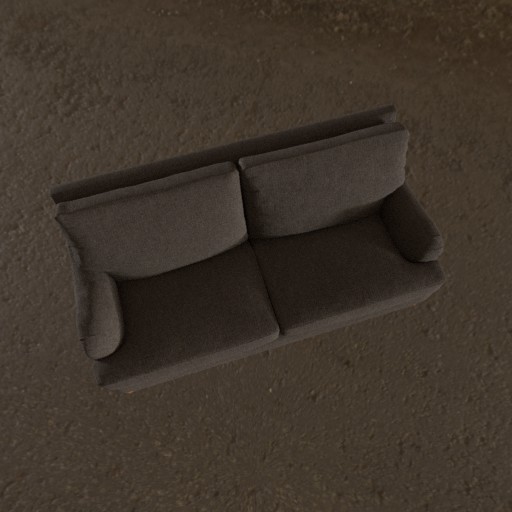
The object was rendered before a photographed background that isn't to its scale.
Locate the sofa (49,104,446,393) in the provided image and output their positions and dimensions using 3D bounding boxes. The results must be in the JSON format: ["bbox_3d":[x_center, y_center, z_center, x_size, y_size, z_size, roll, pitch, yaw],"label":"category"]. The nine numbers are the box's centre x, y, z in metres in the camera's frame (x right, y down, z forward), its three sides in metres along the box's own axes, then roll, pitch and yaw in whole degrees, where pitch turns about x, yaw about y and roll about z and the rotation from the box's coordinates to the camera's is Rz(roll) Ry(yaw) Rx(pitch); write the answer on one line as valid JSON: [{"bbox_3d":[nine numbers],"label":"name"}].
[{"bbox_3d":[0.000,0.000,2.768,2.160,1.054,1.087,-16,65,-7],"label":"sofa"}]
